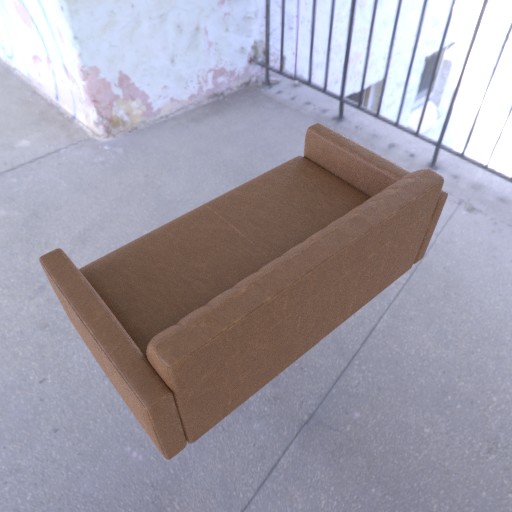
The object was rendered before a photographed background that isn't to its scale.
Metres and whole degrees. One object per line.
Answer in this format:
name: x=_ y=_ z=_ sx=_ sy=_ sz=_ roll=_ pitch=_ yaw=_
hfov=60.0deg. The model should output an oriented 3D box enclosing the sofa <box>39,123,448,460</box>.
sofa: x=0.000 y=0.000 z=2.336 sx=1.847 sy=0.821 sz=0.993 roll=-32 pitch=54 yaw=-27
